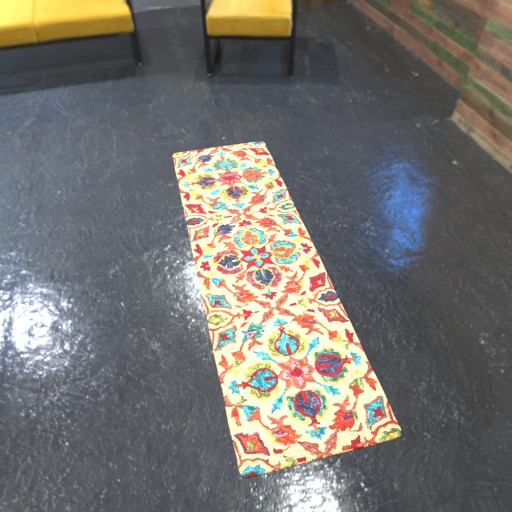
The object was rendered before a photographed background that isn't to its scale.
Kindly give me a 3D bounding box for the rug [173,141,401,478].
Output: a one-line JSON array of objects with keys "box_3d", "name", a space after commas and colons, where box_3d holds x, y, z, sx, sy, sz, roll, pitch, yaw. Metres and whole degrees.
[{"box_3d": [0.000, 0.000, 2.520, 0.693, 0.016, 2.273, -10, 48, -10], "name": "rug"}]
